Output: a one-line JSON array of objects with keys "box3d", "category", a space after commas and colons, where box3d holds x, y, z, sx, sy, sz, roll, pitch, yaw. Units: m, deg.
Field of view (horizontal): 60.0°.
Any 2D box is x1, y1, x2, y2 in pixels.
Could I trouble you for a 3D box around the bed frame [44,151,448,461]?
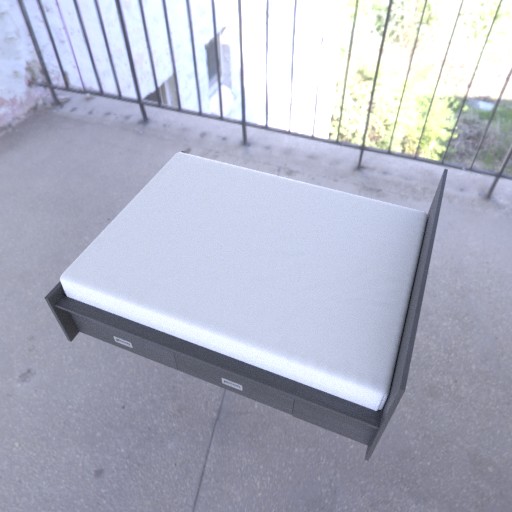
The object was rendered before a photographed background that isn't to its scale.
[{"box3d": [0.000, 0.000, 2.837, 1.960, 0.800, 1.622, 17, 49, 15], "category": "bed frame"}]
